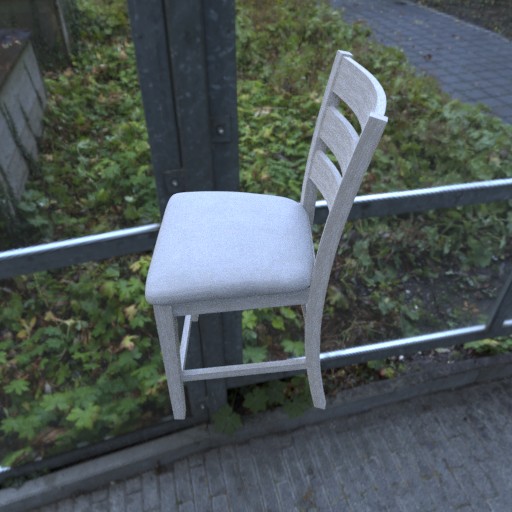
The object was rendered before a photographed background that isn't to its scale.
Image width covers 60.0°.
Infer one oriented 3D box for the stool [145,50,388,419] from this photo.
[{"bbox_3d":[0.000,0.000,1.319,0.569,1.032,0.484,0,40,0],"label":"stool"}]
